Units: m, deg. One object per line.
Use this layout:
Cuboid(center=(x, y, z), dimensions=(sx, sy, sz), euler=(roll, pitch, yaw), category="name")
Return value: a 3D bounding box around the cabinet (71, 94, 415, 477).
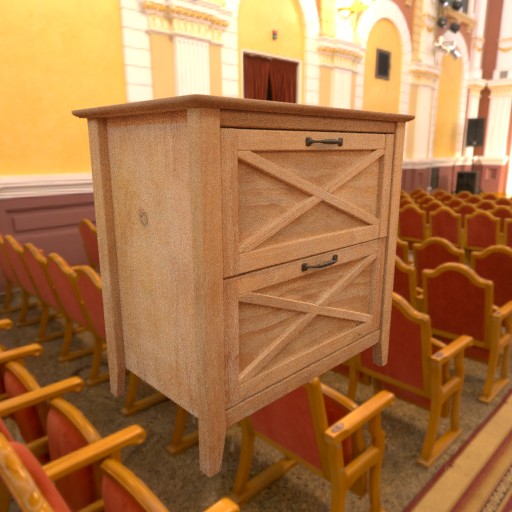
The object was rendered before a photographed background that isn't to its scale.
Cuboid(center=(0.000, 0.000, 1.240), dimensions=(0.763, 0.762, 0.503), euler=(-13, 19, -43), category="cabinet")
